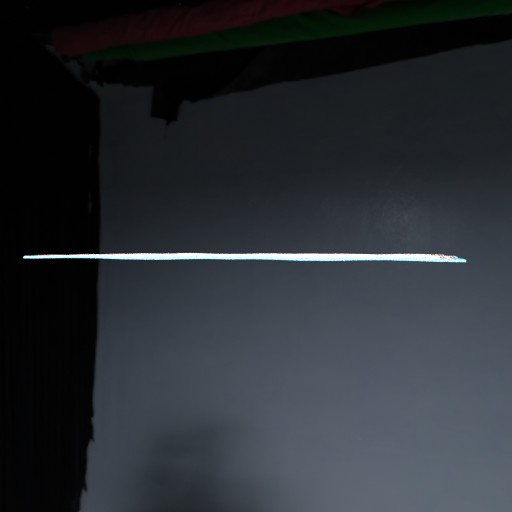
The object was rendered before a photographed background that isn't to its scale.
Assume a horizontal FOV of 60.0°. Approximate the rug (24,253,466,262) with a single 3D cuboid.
[{"bbox_3d":[0.000,0.000,2.286,1.847,0.014,1.195,0,1,18],"label":"rug"}]
